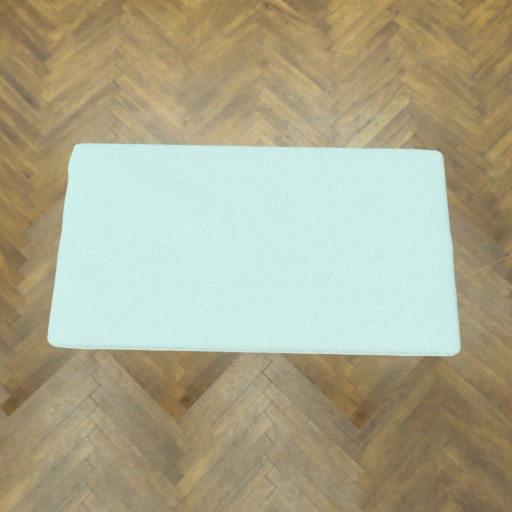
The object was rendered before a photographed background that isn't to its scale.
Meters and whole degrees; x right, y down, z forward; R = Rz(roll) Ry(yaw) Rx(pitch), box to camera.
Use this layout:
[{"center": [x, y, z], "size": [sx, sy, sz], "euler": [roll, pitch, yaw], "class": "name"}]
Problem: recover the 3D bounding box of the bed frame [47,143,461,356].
[{"center": [0.000, 0.000, 2.375], "size": [1.908, 0.640, 1.025], "euler": [1, 75, 0], "class": "bed frame"}]
